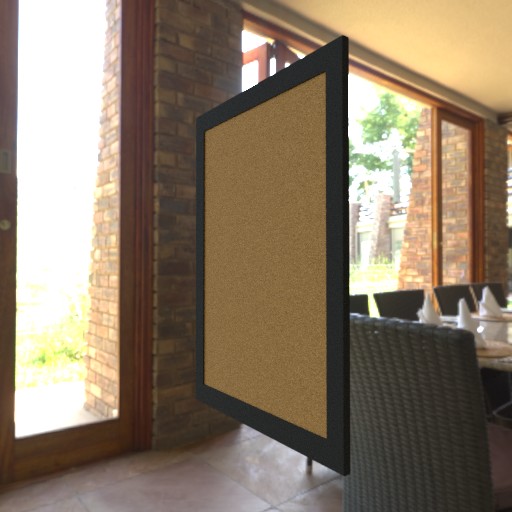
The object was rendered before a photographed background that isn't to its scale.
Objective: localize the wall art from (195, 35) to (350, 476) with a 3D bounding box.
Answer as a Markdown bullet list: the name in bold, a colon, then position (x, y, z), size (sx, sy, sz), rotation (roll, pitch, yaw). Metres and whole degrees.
- **wall art**: position (0.000, 0.000, 0.685), size (0.012, 0.529, 0.374), rotation (1, -1, -36)
